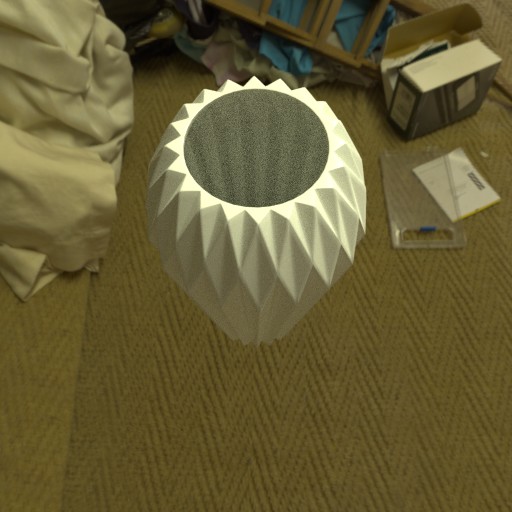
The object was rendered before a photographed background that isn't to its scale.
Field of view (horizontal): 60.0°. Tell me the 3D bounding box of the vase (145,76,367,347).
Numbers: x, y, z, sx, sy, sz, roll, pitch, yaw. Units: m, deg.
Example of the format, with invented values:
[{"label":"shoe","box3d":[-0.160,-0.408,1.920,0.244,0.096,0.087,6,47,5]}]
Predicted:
[{"label":"vase","box3d":[0.000,0.000,0.333,0.133,0.263,0.133,0,66,0]}]
